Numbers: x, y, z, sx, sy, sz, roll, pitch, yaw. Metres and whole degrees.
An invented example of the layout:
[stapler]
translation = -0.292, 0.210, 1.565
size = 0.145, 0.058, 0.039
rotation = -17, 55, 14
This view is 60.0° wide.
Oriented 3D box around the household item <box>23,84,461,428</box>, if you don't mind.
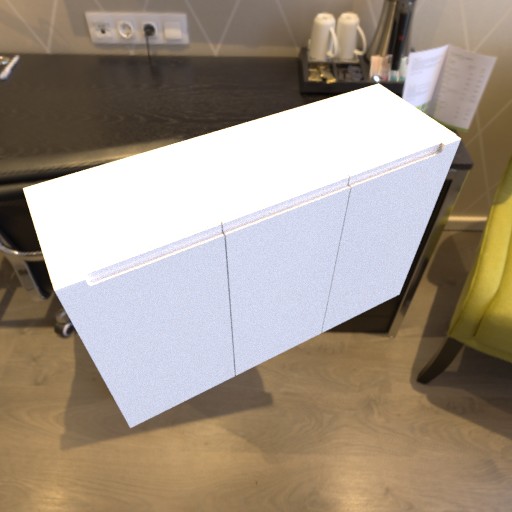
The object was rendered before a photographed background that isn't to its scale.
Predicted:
[household item]
translation = 0.000, 0.000, 1.684
size = 1.300, 0.867, 0.420
rotation = -22, 52, -19
